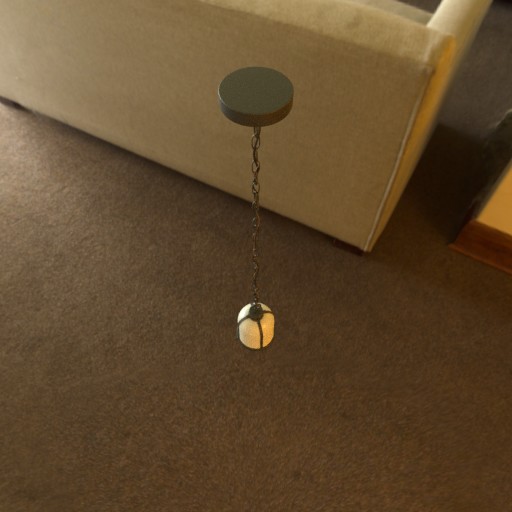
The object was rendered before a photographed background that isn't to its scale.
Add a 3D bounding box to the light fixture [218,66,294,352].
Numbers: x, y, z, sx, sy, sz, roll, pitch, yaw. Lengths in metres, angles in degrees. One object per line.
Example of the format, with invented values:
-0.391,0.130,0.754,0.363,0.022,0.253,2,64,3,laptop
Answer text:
0.000,0.000,1.348,0.178,1.181,0.178,-15,58,-10,light fixture
